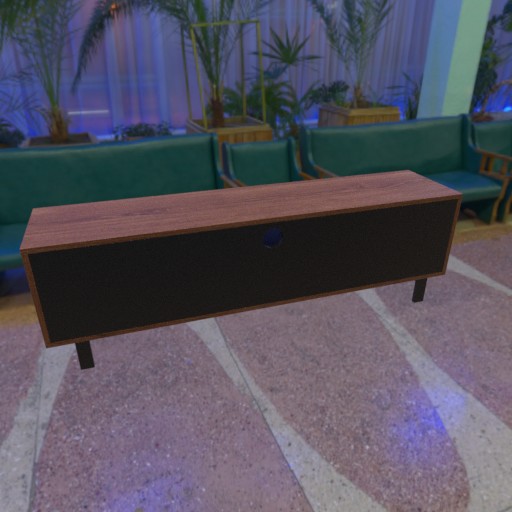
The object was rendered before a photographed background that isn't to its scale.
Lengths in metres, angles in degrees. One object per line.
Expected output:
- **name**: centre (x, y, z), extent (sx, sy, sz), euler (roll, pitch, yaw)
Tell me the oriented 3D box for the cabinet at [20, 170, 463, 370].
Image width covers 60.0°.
- **cabinet**: centre (0.000, 0.000, 1.864), extent (1.650, 0.500, 0.400), euler (-8, 28, -16)
